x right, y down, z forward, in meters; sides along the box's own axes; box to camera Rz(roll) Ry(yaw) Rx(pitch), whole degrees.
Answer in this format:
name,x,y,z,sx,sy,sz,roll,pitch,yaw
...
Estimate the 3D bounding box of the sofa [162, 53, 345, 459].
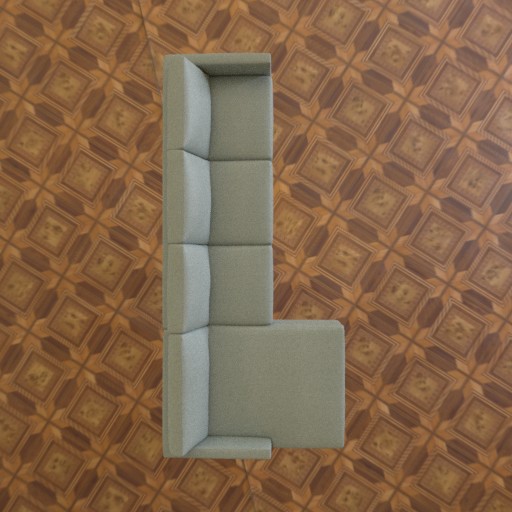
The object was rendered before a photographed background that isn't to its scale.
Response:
name,x,y,z,sx,sy,sz,roll,pitch,yaw
sofa,0.000,0.000,4.016,1.600,0.953,3.470,0,90,2
